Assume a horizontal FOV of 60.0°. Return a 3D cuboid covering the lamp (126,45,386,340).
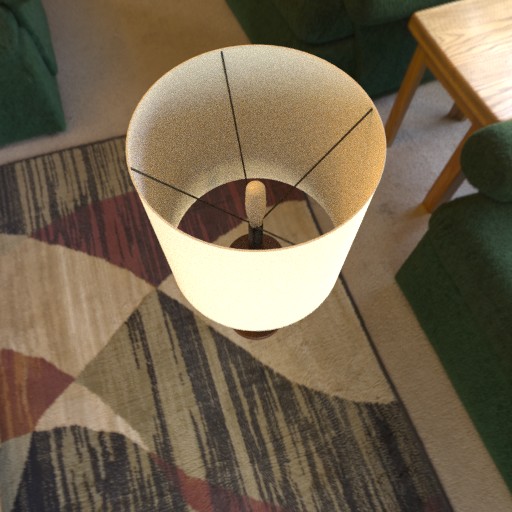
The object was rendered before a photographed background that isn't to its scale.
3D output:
[{"bbox_3d":[0.000,0.000,0.563,0.208,0.455,0.208,-34,69,-15],"label":"lamp"}]
